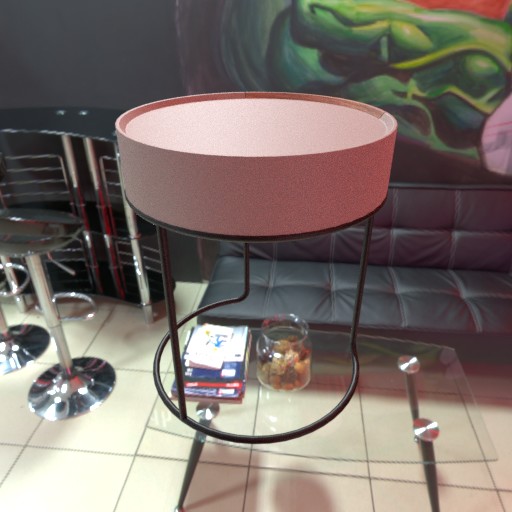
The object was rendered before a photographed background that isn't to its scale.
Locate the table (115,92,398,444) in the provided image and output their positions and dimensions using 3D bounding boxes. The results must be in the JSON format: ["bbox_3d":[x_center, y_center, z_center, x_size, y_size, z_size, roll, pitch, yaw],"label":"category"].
[{"bbox_3d":[0.000,0.000,0.858,0.450,0.530,0.450,0,30,0],"label":"table"}]
